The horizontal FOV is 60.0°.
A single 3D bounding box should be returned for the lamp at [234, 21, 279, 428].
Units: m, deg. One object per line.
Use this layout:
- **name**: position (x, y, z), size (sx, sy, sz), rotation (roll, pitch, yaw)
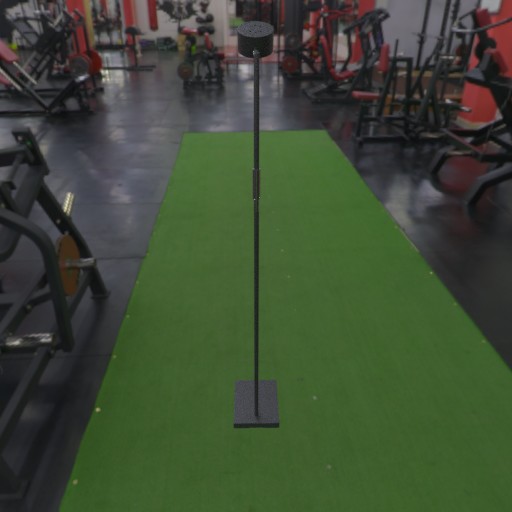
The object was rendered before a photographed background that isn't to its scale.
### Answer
- **lamp**: position (0.000, 0.000, 1.715), size (0.203, 1.600, 0.304), rotation (0, 29, -1)
